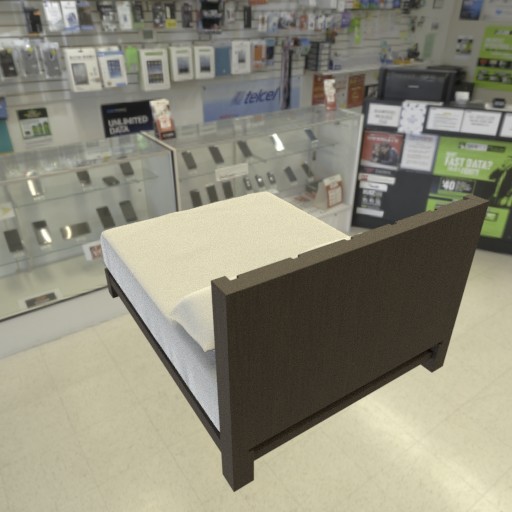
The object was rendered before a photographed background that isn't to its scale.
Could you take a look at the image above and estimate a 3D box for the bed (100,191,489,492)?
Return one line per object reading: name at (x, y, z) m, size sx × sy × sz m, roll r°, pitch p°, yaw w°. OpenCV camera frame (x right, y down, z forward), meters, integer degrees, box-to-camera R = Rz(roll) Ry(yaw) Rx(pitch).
bed at (0.000, 0.000, 3.255) m, size 1.727 × 1.270 × 2.242 m, roll -18°, pitch 34°, yaw -28°
